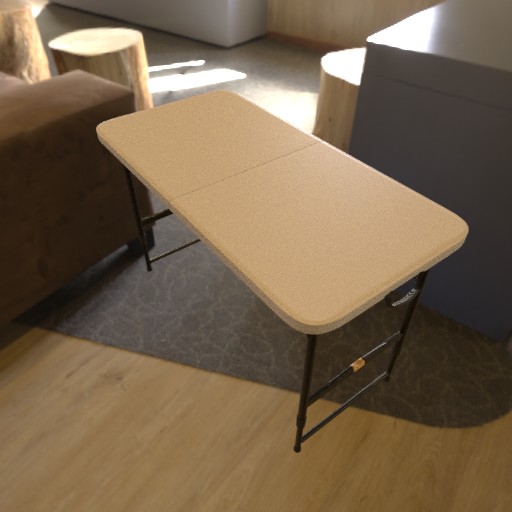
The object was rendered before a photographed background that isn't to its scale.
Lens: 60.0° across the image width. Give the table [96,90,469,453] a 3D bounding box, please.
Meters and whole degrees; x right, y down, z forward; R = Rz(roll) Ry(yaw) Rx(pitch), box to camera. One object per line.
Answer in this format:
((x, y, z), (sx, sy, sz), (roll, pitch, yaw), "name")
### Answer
((0.000, 0.000, 1.647), (0.611, 0.737, 1.245), (-27, 48, -26), "table")
